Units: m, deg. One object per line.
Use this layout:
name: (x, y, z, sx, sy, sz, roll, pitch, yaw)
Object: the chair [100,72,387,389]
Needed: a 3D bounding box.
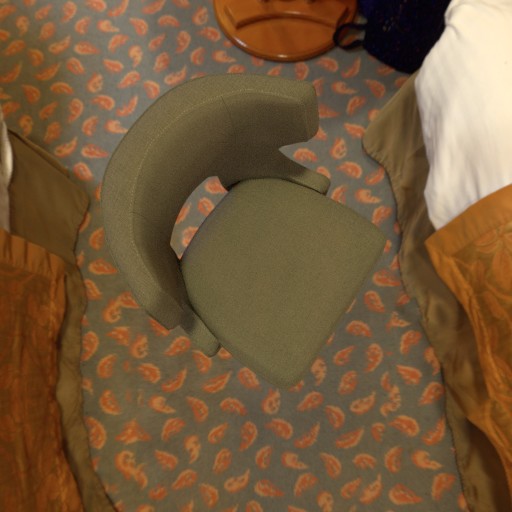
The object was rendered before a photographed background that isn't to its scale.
chair: (0.000, 0.000, 1.235, 0.581, 0.863, 0.595, 34, 79, 8)
